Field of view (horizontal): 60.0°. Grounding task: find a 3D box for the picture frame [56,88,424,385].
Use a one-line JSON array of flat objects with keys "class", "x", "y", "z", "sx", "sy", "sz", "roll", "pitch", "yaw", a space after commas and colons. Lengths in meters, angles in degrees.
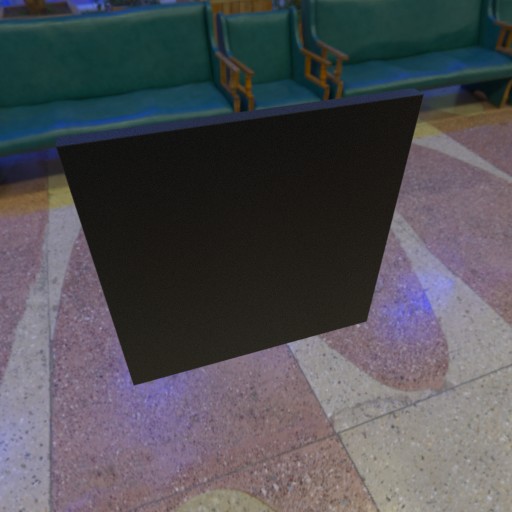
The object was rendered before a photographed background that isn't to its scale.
[{"class": "picture frame", "x": 0.000, "y": 0.000, "z": 0.837, "sx": 0.559, "sy": 0.557, "sz": 0.029, "roll": -12, "pitch": 43, "yaw": -14}]
